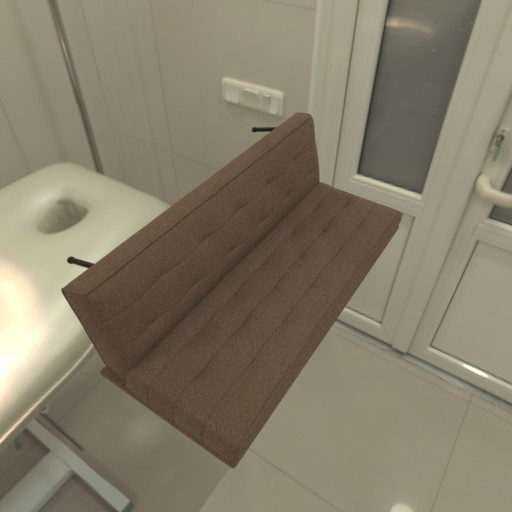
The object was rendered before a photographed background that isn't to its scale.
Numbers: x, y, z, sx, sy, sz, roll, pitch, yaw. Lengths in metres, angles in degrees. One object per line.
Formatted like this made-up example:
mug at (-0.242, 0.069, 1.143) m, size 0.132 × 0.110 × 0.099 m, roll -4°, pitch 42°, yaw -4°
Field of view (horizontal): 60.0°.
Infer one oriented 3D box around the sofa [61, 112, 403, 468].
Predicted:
sofa at (0.000, 0.000, 2.385) m, size 1.038 × 0.810 × 1.820 m, roll 25°, pitch 49°, yaw 24°
